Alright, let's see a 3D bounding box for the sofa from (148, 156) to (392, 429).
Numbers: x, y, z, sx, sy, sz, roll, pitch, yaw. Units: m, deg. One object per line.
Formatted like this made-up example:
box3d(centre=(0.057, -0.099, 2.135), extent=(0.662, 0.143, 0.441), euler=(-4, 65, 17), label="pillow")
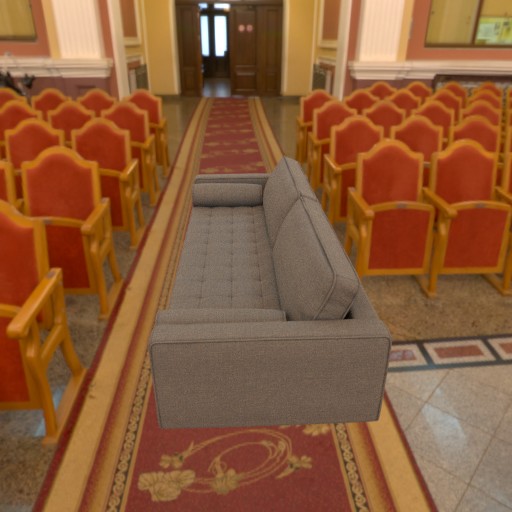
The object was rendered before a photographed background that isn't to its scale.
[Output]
box3d(centre=(0.000, 0.000, 2.652), extent=(0.914, 0.762, 2.198), euler=(-1, 26, -2), label="sofa")
